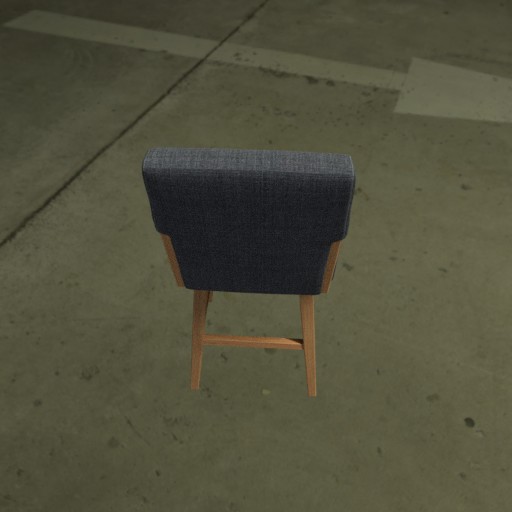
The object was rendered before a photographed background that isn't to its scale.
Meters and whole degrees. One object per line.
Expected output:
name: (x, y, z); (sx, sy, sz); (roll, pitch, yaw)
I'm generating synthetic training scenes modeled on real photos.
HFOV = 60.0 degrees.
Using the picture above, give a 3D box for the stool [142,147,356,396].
stool: (0.000, 0.000, 1.428); (0.483, 1.112, 0.570); (2, 47, 2)
